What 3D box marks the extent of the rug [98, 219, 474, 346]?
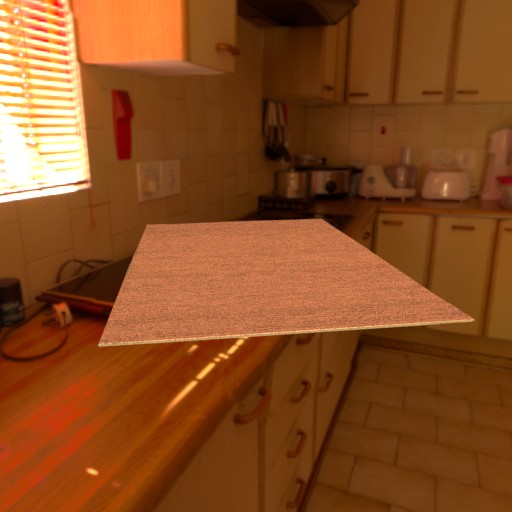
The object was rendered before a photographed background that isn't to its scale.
[{"bbox_3d":[0.000,0.000,2.959,1.616,0.030,2.338,-2,16,-8],"label":"rug"}]
